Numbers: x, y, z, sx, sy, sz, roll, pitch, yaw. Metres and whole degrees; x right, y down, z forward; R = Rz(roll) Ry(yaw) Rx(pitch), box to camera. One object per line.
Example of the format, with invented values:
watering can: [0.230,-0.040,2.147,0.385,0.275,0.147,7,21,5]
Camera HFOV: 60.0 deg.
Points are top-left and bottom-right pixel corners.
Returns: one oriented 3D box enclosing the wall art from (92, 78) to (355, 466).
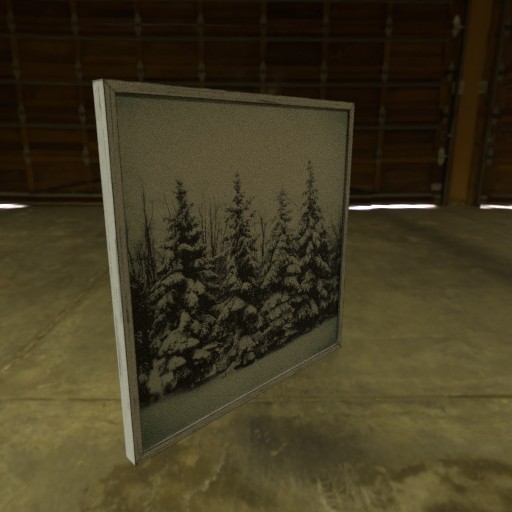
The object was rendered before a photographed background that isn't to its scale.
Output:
wall art: [0.000,0.000,1.106,0.037,0.761,0.761,14,21,43]
